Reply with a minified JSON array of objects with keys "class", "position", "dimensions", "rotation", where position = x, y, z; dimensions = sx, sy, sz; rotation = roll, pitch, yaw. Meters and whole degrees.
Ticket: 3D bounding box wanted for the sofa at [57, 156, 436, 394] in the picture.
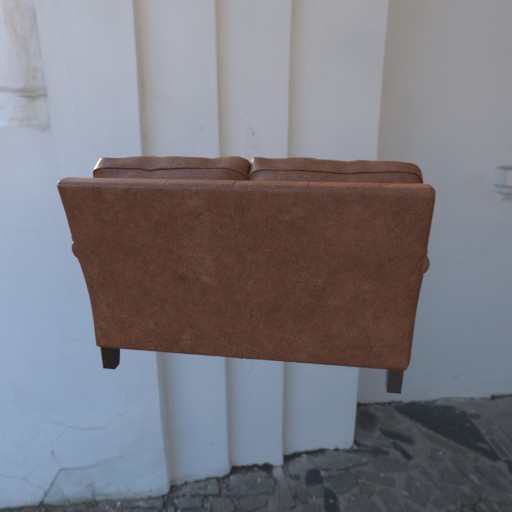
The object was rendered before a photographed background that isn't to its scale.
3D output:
[{"class":"sofa","position":[0.000,0.000,2.230],"dimensions":[1.527,1.004,1.077],"rotation":[3,17,8]}]
